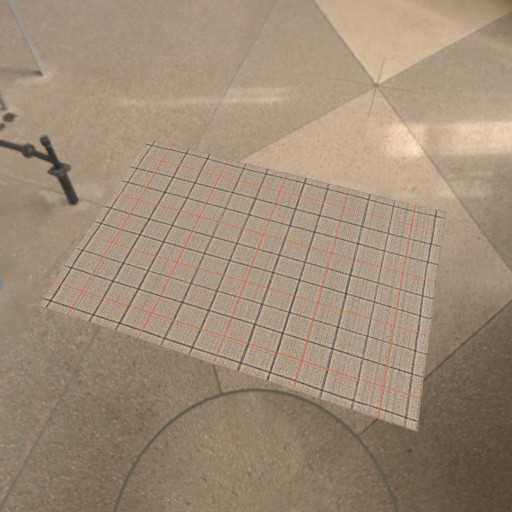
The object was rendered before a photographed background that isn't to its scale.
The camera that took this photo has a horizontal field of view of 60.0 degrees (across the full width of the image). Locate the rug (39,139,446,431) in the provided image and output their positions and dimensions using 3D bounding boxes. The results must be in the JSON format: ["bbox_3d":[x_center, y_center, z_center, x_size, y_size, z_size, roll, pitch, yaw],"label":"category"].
[{"bbox_3d":[0.000,0.000,2.316,1.829,0.013,1.220,16,59,10],"label":"rug"}]
